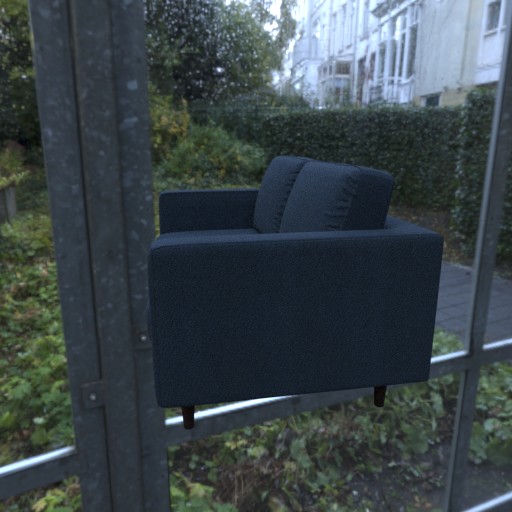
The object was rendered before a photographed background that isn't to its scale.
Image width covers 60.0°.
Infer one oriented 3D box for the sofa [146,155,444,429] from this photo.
[{"bbox_3d":[0.000,0.000,2.165,0.999,0.930,1.518,-3,15,-10],"label":"sofa"}]
